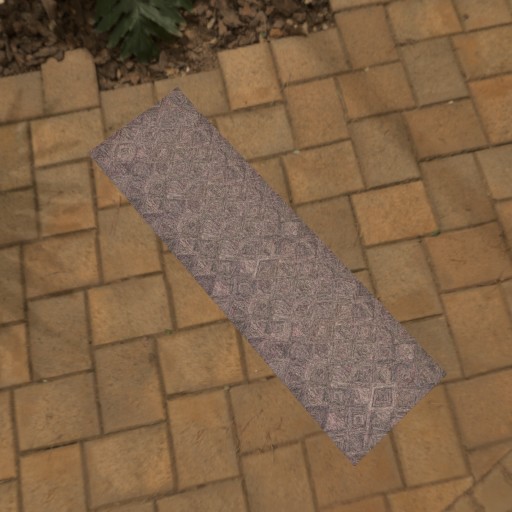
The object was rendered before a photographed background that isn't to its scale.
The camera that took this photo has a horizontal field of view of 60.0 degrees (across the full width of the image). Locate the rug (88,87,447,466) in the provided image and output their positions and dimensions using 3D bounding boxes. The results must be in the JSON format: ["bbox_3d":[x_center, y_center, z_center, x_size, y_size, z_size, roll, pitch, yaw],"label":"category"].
[{"bbox_3d":[0.000,0.000,2.497,0.691,0.011,2.296,-40,79,-9],"label":"rug"}]
